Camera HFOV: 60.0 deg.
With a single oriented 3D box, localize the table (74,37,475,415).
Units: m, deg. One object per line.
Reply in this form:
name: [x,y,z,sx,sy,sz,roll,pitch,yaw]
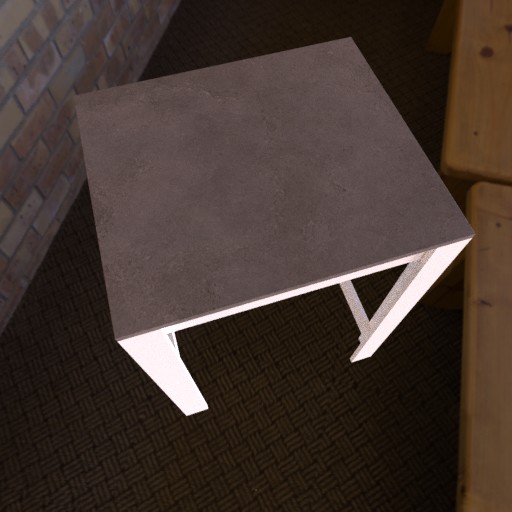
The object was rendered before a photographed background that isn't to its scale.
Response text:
table: [0.000,0.000,1.532,0.800,1.020,0.700,-16,63,-8]
